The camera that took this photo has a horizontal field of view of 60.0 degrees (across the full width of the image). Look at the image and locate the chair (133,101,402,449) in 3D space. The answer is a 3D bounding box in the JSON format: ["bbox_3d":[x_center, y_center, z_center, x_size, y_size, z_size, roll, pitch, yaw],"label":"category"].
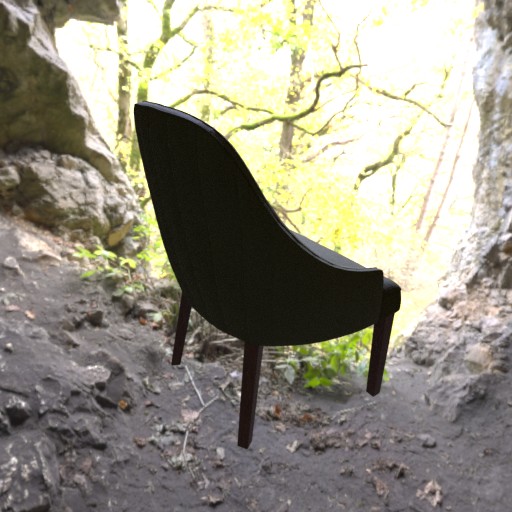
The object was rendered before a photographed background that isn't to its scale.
[{"bbox_3d":[0.000,0.000,1.293,0.575,0.889,0.643,-18,31,-32],"label":"chair"}]
